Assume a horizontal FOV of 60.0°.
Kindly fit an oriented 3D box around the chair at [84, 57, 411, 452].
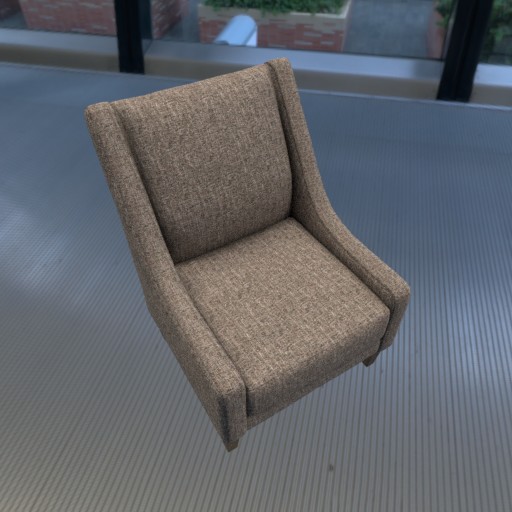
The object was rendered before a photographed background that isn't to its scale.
[{"bbox_3d":[0.000,0.000,1.607,0.774,1.014,0.870,-24,50,-22],"label":"chair"}]
